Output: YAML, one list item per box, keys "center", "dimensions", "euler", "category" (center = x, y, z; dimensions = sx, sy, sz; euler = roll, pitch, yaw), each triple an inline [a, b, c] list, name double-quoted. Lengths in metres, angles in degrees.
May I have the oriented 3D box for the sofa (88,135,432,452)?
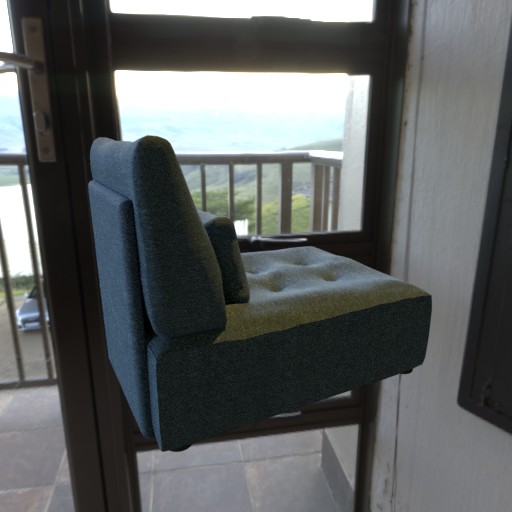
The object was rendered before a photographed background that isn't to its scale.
- center: [0.000, 0.000, 1.551]
  dimensions: [1.000, 0.820, 0.700]
  euler: [-8, 17, -27]
  category: "sofa"
